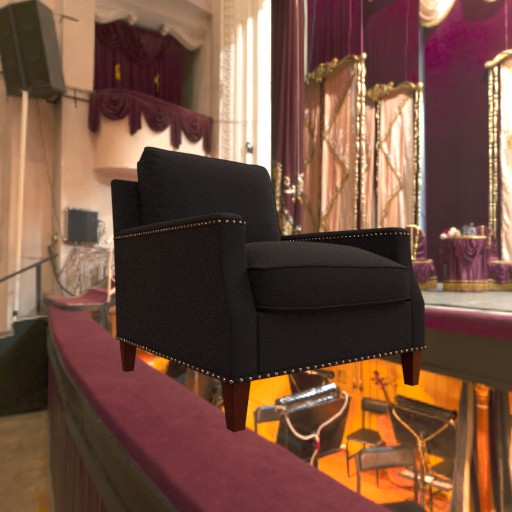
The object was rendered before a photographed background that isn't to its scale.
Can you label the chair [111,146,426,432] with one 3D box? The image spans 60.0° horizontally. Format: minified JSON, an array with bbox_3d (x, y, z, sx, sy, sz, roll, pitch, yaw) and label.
[{"bbox_3d":[0.000,0.000,1.761,0.853,0.943,1.014,1,-2,-36],"label":"chair"}]
